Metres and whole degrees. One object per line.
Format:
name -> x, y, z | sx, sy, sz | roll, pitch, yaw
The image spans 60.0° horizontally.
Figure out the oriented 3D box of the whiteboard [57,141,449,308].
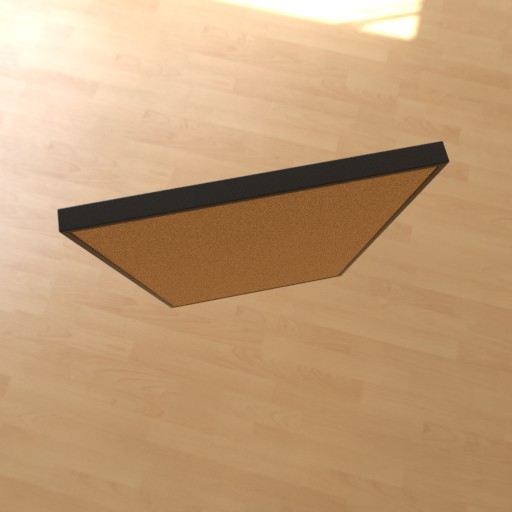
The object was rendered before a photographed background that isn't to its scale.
whiteboard -> 0.000, 0.000, 0.751 | 0.406, 0.611, 0.026 | -11, 76, -3
